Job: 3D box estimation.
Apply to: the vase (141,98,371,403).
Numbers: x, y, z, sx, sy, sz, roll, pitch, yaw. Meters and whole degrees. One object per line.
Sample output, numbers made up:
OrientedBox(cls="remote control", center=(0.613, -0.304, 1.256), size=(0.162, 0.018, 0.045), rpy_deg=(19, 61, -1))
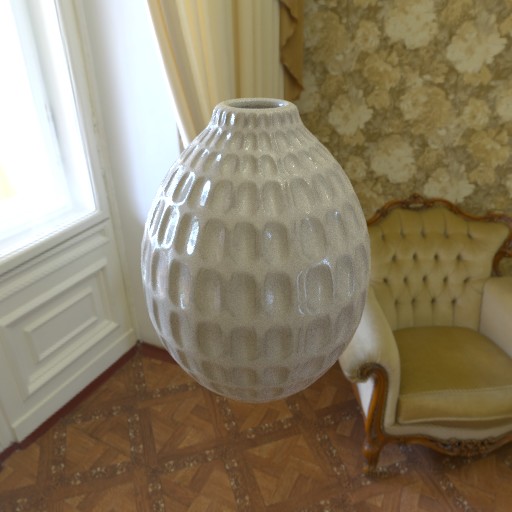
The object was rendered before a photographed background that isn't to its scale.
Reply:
OrientedBox(cls="vase", center=(0.000, 0.000, 0.253), size=(0.128, 0.167, 0.128), rpy_deg=(0, 28, 0))
